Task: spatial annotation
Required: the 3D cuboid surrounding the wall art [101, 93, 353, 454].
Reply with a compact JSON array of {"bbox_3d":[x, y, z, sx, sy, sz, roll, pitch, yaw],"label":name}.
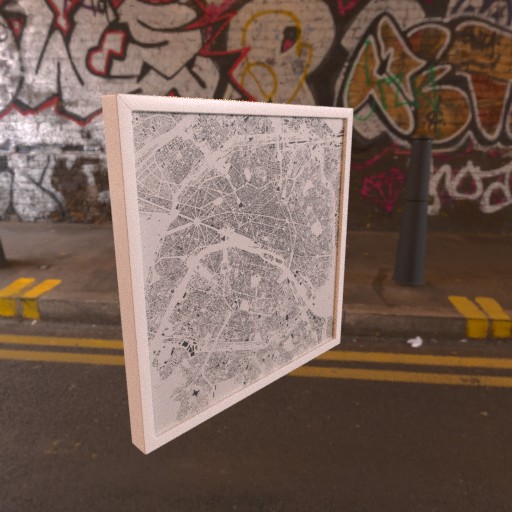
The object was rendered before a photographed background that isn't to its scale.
[{"bbox_3d":[0.000,0.000,0.777,0.038,0.508,0.508,15,22,42],"label":"wall art"}]
